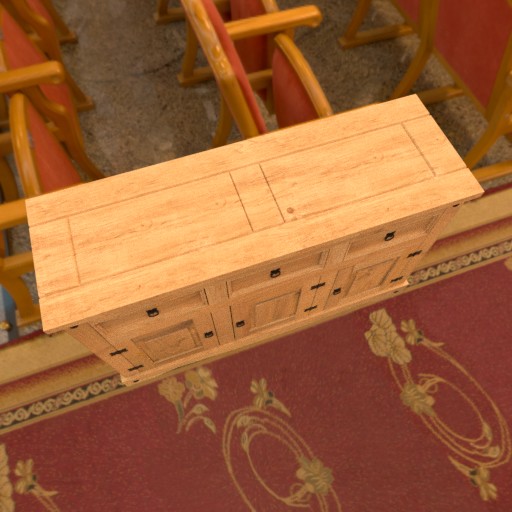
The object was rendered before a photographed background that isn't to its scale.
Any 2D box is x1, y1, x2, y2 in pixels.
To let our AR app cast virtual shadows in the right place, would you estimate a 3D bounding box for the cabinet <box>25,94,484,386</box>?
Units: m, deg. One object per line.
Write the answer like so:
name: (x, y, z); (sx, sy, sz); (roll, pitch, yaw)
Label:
cabinet: (0.000, 0.000, 1.702); (1.321, 0.810, 0.432); (-17, 65, -9)
